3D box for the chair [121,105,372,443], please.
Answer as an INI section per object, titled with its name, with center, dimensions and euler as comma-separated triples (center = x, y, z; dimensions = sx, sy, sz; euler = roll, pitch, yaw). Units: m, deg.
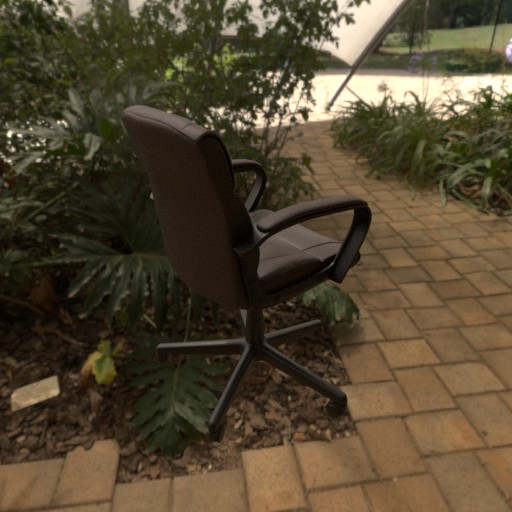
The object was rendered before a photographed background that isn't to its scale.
[chair]
center = 0.000, 0.000, 1.490
dimensions = 0.717, 1.004, 0.739
euler = -18, 32, -32
